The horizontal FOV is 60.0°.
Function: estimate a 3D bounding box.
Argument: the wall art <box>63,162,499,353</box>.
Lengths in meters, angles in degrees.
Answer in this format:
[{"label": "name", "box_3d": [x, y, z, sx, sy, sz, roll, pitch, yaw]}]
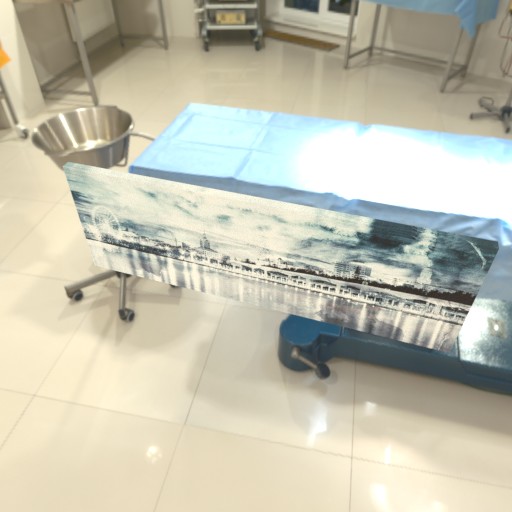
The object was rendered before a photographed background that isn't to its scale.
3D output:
[{"label": "wall art", "box_3d": [0.000, 0.000, 1.669, 1.524, 0.509, 0.037, 12, 43, 14]}]
